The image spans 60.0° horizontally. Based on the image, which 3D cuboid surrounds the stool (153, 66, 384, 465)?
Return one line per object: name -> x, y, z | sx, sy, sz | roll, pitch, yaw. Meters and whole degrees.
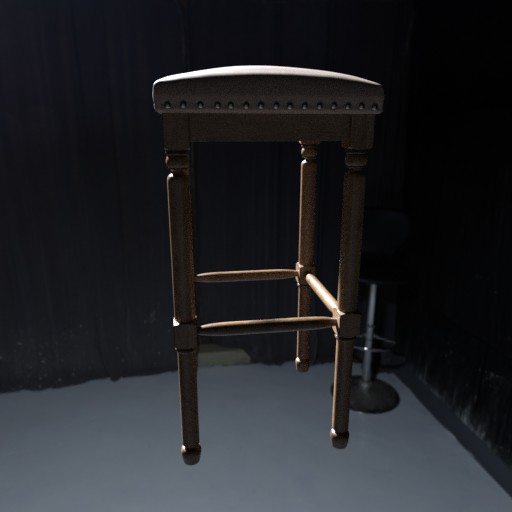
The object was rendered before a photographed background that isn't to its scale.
stool -> 0.000, 0.000, 0.978 | 0.383, 0.768, 0.382 | -2, 16, -8
